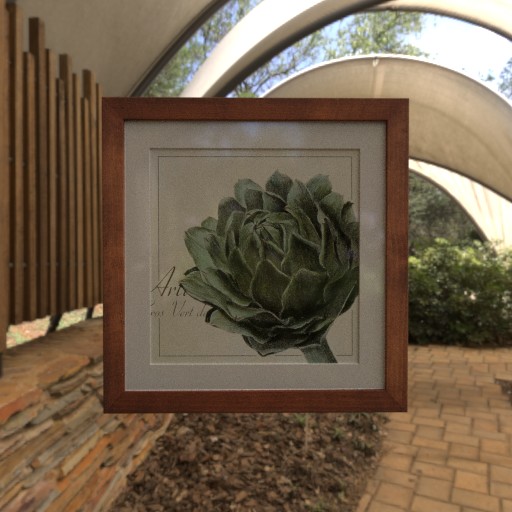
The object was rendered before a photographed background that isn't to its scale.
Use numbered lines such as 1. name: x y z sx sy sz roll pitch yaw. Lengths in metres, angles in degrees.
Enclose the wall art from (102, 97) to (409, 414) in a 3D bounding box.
1. wall art: 0.000 0.000 0.820 0.554 0.572 0.037 0 1 -1
